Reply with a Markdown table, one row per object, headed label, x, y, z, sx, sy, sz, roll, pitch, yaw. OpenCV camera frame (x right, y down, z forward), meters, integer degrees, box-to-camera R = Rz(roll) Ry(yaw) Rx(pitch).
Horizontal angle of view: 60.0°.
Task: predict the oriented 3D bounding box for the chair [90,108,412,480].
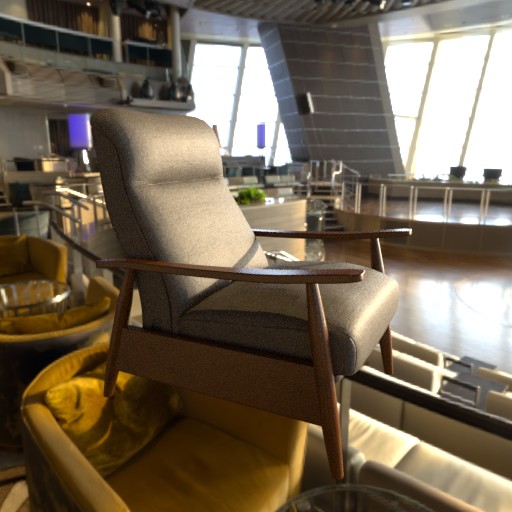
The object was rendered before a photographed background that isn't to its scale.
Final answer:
| label | x | y | z | sx | sy | sz | roll | pitch | yaw |
| --- | --- | --- | --- | --- | --- | --- | --- | --- | --- |
| chair | 0.000 | 0.000 | 1.698 | 1.014 | 1.081 | 0.762 | 7 | 15 | 27 |
